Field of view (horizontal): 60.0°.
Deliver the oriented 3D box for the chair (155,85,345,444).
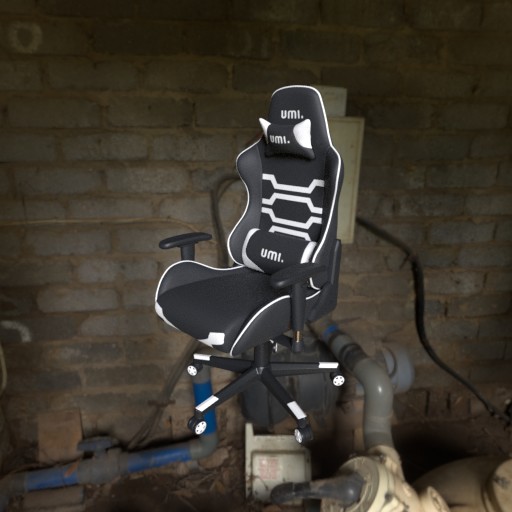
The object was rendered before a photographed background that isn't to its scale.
[{"bbox_3d":[0.000,0.000,1.700,0.700,1.240,0.700,16,24,42],"label":"chair"}]
